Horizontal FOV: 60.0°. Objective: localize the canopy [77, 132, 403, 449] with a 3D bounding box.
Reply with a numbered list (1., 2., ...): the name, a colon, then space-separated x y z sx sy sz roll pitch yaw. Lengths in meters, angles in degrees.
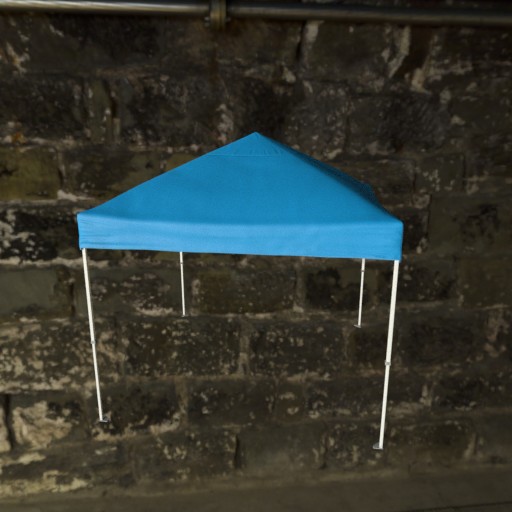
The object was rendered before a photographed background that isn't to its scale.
1. canopy: 0.000 0.000 5.567 2.998 2.997 2.996 2 16 8
